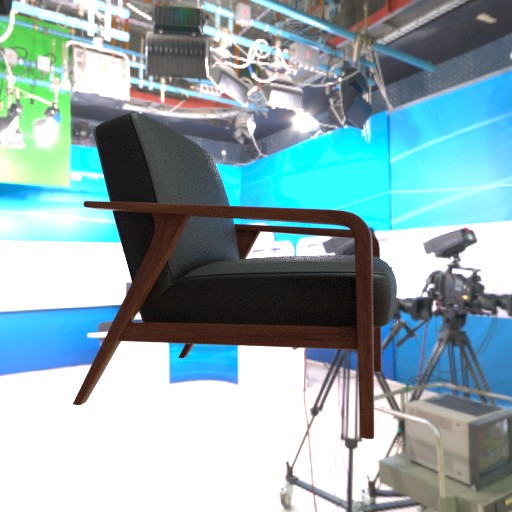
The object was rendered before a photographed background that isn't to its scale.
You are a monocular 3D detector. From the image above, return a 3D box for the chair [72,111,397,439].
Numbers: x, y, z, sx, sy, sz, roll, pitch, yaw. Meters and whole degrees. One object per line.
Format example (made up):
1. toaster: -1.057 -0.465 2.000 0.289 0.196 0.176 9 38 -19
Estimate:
1. chair: 0.000 0.000 1.467 0.889 0.861 0.719 0 -1 17
